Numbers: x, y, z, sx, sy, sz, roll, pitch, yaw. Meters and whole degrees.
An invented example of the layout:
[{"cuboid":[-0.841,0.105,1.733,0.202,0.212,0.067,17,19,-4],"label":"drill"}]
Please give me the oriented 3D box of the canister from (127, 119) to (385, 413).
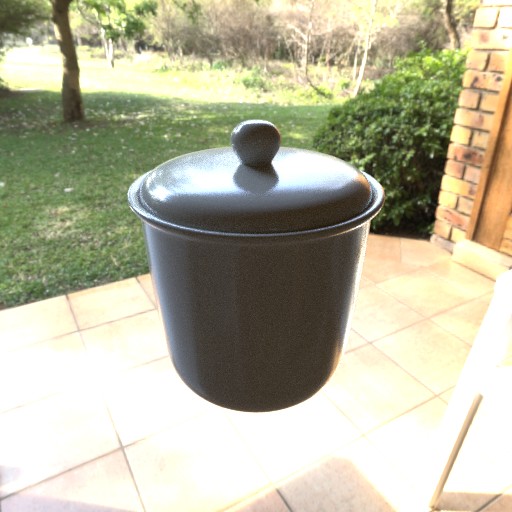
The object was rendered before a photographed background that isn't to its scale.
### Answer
[{"cuboid":[0.000,0.000,0.349,0.182,0.208,0.182,0,28,0],"label":"canister"}]
